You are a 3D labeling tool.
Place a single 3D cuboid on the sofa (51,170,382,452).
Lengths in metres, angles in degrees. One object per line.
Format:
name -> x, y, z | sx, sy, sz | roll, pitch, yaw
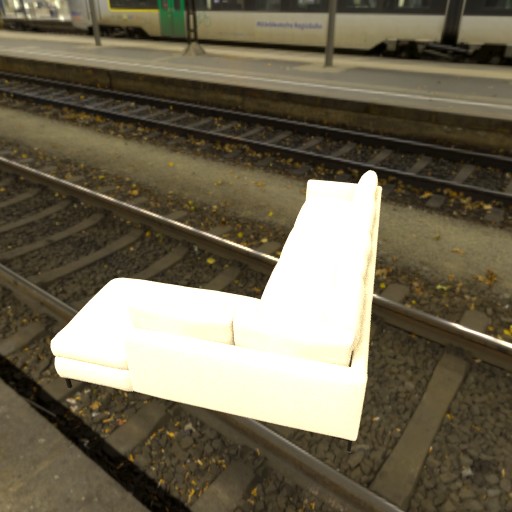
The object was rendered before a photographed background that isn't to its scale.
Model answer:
sofa -> 0.000, 0.000, 3.856 | 2.007, 0.815, 2.949 | 8, 31, 13
